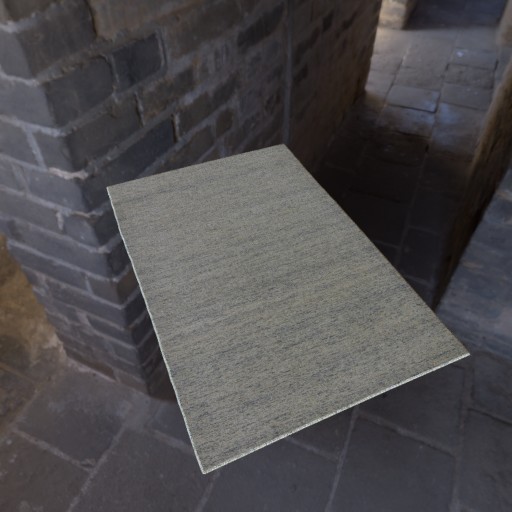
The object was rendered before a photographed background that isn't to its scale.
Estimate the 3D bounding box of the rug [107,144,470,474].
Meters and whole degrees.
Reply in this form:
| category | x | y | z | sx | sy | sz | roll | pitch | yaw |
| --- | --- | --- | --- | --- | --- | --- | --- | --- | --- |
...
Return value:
| category | x | y | z | sx | sy | sz | roll | pitch | yaw |
| --- | --- | --- | --- | --- | --- | --- | --- | --- | --- |
| rug | 0.000 | 0.000 | 2.880 | 1.523 | 0.017 | 2.263 | -18 | 49 | -16 |
